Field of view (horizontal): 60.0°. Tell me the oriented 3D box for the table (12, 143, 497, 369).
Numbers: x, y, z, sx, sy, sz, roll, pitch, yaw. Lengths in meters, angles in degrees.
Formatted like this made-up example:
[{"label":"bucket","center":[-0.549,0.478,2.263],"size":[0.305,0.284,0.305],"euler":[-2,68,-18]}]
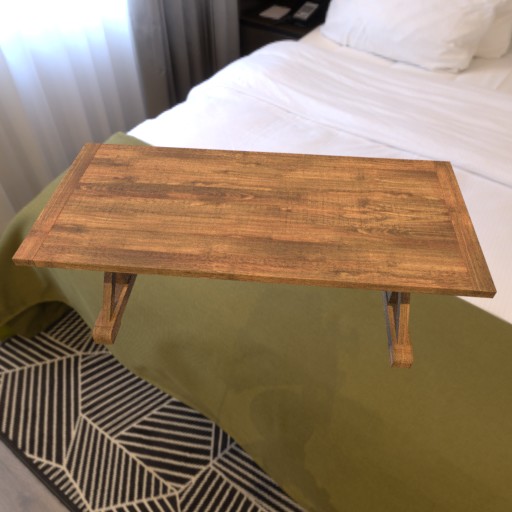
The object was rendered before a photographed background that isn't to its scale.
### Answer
[{"label":"table","center":[0.000,0.000,2.422],"size":[2.031,0.733,0.907],"euler":[4,47,4]}]
